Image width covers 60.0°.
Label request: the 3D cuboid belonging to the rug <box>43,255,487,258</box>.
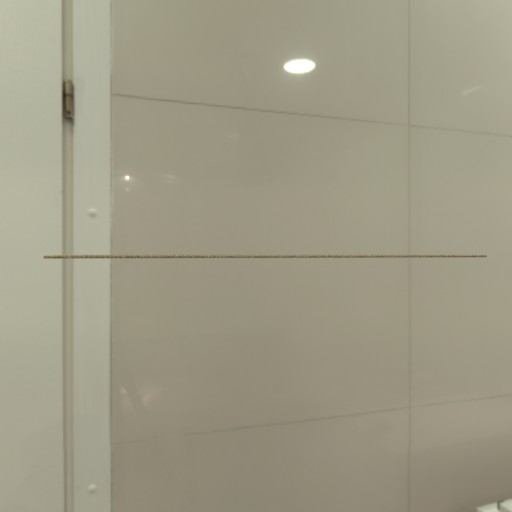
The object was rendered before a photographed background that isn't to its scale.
[{"bbox_3d":[0.000,0.000,3.038,2.448,0.012,1.540,0,0,-18],"label":"rug"}]
